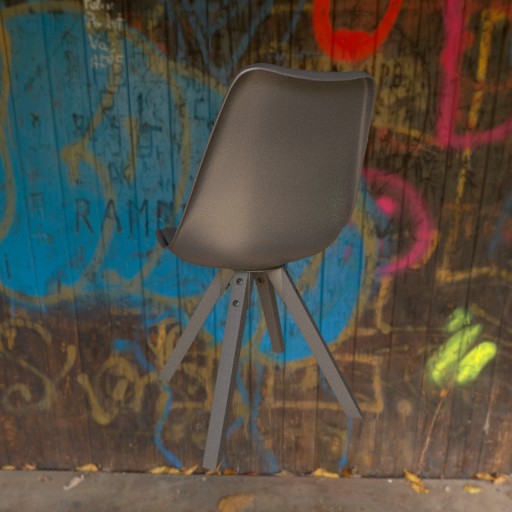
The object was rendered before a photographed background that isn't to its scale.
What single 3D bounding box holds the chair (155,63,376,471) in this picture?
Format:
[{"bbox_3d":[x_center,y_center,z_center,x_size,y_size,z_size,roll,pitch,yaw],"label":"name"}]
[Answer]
[{"bbox_3d":[0.000,0.000,1.146,0.485,0.850,0.530,-8,17,-26],"label":"chair"}]
